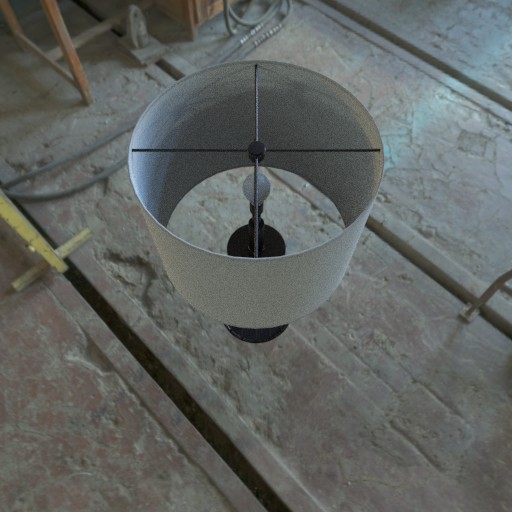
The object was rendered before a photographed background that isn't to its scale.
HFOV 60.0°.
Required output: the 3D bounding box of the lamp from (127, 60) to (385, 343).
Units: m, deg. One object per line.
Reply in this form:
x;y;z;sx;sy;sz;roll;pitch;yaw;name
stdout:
0.000;0.000;0.820;0.322;0.593;0.322;0;62;0;lamp
